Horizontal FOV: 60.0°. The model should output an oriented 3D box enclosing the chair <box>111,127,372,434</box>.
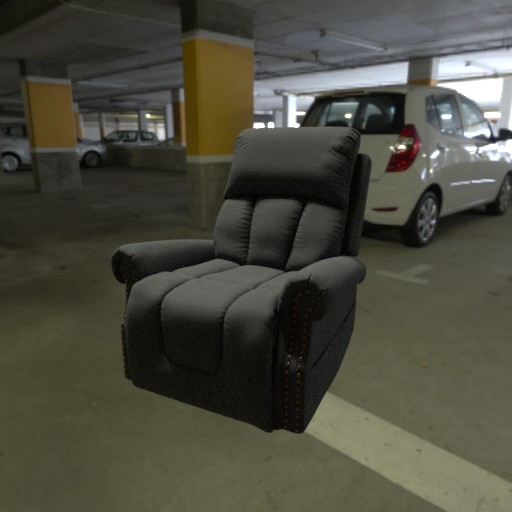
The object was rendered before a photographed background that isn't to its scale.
[{"bbox_3d":[0.000,0.000,1.821,0.871,1.031,0.979,8,17,26],"label":"chair"}]
